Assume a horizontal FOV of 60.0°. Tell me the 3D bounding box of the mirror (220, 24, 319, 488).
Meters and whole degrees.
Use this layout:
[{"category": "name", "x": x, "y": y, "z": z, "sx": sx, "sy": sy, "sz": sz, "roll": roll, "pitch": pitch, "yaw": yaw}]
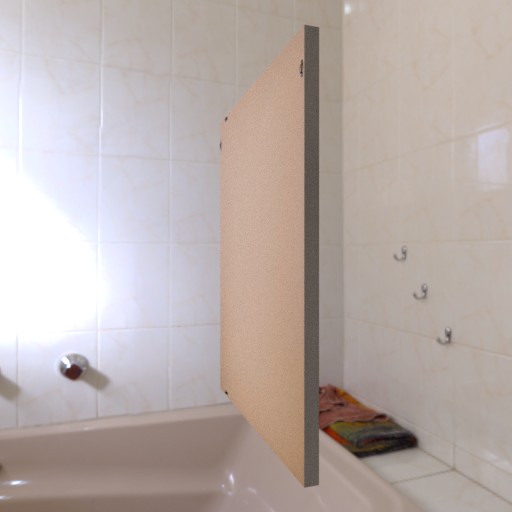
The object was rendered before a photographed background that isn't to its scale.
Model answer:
[{"category": "mirror", "x": 0.000, "y": 0.000, "z": 1.338, "sx": 0.041, "sy": 1.016, "sz": 0.762, "roll": 0, "pitch": 0, "yaw": -19}]
